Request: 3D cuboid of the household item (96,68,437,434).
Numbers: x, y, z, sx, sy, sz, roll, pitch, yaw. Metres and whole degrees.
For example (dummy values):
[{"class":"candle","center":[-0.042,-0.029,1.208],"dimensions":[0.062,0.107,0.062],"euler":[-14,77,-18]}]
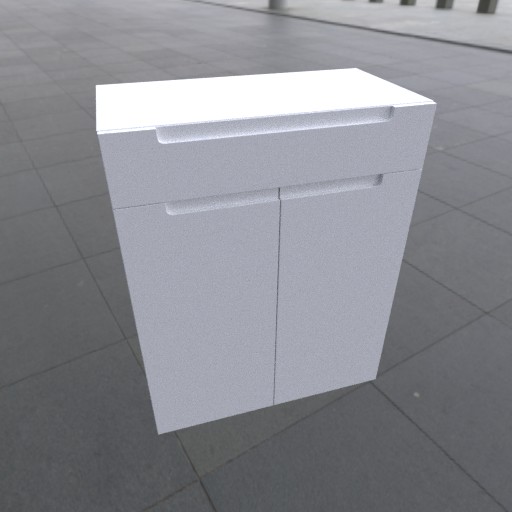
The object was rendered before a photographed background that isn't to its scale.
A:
[{"class":"household item","center":[0.000,0.000,1.424],"dimensions":[0.790,1.010,0.420],"euler":[-10,35,-14]}]
